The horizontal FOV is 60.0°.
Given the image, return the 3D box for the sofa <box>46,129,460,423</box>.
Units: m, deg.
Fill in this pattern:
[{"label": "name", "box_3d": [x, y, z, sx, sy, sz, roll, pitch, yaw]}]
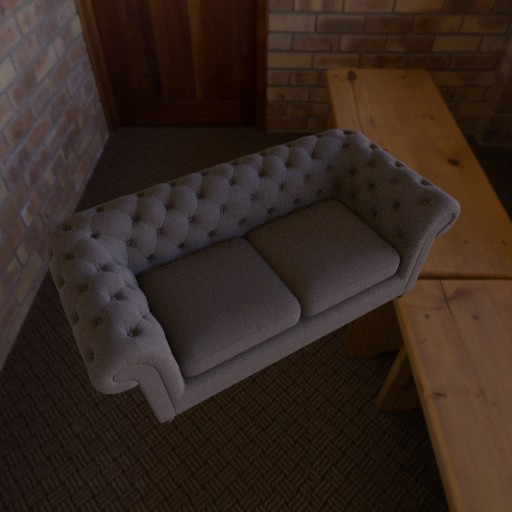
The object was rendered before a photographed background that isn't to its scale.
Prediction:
[{"label": "sofa", "box_3d": [0.000, 0.000, 2.474, 1.998, 0.764, 0.986, -23, 50, -21]}]
